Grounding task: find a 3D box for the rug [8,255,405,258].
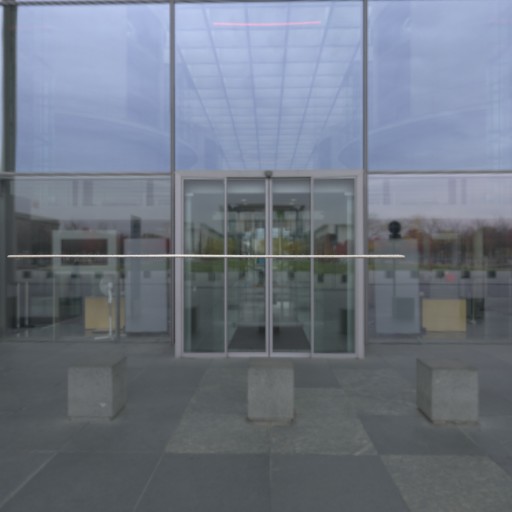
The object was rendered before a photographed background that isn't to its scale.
[{"bbox_3d":[0.000,0.000,3.948,2.410,0.021,3.055,0,0,17],"label":"rug"}]
